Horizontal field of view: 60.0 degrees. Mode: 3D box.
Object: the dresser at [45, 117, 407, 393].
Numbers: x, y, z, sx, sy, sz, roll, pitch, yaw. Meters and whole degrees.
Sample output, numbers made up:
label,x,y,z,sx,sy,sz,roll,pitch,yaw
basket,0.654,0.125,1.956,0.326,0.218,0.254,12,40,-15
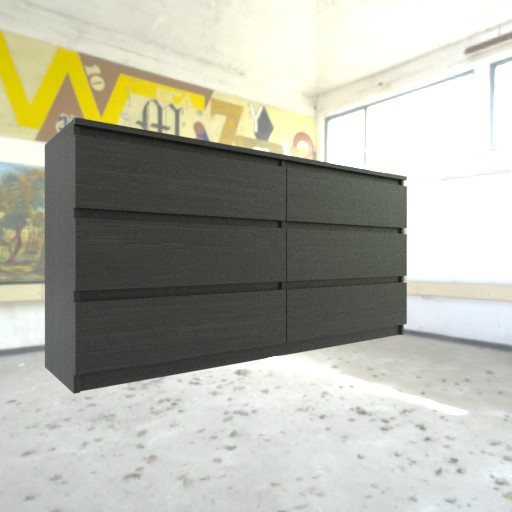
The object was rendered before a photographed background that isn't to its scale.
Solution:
label,x,y,z,sx,sy,sz,roll,pitch,yaw
dresser,0.000,0.000,1.903,1.590,0.795,0.400,0,0,-37
